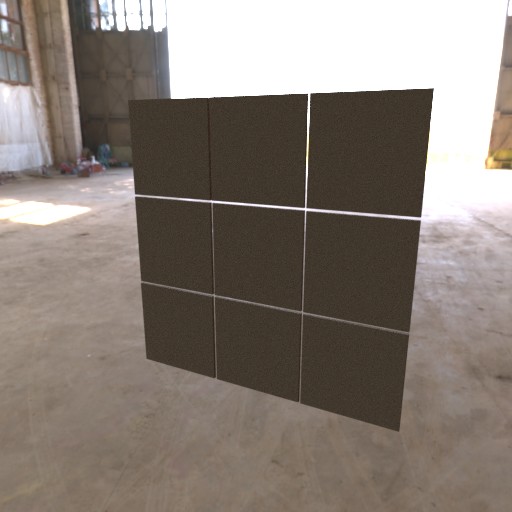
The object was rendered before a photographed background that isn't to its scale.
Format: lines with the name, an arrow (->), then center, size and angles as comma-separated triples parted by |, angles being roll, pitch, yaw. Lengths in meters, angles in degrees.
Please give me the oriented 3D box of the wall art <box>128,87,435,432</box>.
wall art -> 0.000, 0.000, 1.776 | 1.216, 1.216, 0.013 | 8, 17, 26
